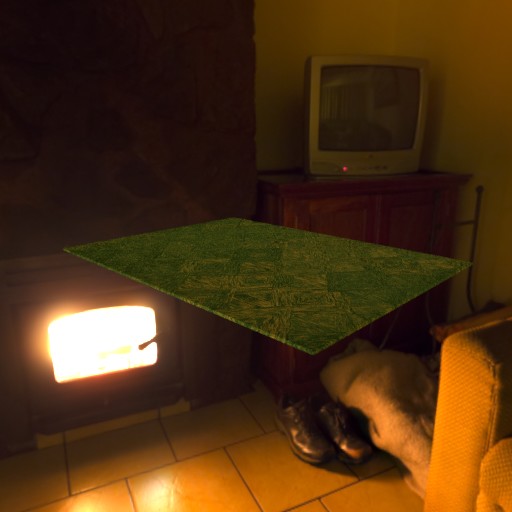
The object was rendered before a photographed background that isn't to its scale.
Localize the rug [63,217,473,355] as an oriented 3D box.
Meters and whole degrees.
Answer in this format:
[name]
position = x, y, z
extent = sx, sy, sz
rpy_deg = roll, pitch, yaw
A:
[rug]
position = 0.000, 0.000, 4.320
extent = 3.217, 0.027, 2.405
rpy_deg = 15, 21, 42
